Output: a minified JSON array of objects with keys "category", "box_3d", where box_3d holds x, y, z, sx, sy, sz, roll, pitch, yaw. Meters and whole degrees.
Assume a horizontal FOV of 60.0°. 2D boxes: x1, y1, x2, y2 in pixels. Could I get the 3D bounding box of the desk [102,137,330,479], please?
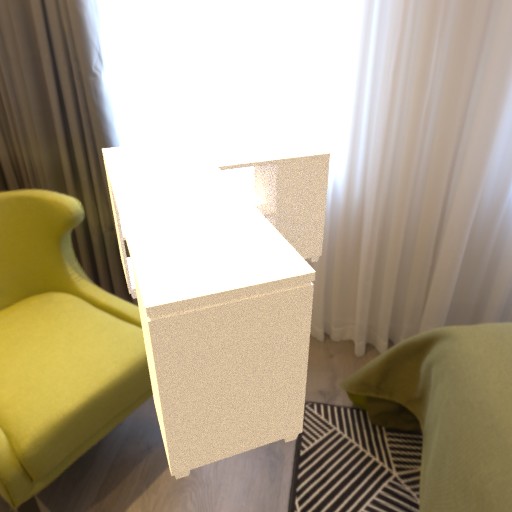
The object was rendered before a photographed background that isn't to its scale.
[{"category":"desk","box_3d":[0.000,0.000,2.151,1.199,0.759,1.524,-11,32,-18]}]
